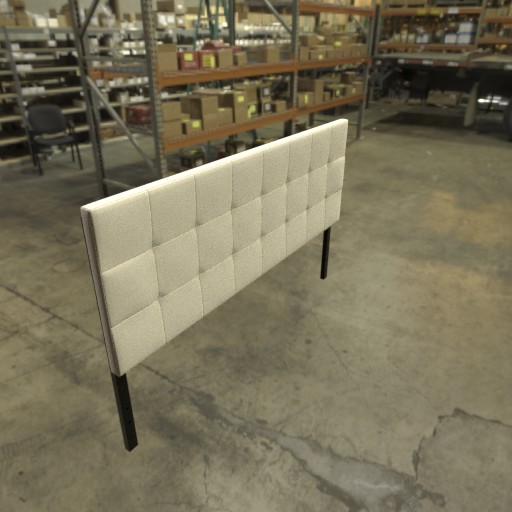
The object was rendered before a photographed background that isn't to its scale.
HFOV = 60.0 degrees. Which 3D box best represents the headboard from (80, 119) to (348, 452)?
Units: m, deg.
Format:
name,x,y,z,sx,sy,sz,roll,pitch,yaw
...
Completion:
name,x,y,z,sx,sy,sz,roll,pitch,yaw
headboard,0.000,0.000,2.890,0.120,1.410,2.362,18,32,31
